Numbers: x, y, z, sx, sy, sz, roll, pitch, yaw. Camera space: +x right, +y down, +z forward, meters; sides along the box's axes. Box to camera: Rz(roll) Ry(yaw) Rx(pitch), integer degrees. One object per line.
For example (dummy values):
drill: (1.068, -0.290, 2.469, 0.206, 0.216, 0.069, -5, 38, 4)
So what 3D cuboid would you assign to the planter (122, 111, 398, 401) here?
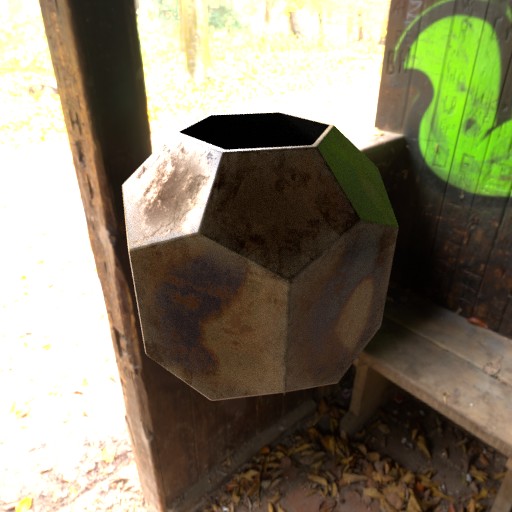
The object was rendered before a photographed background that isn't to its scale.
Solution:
planter: (0.000, 0.000, 0.417, 0.243, 0.238, 0.221, 10, 32, 17)
